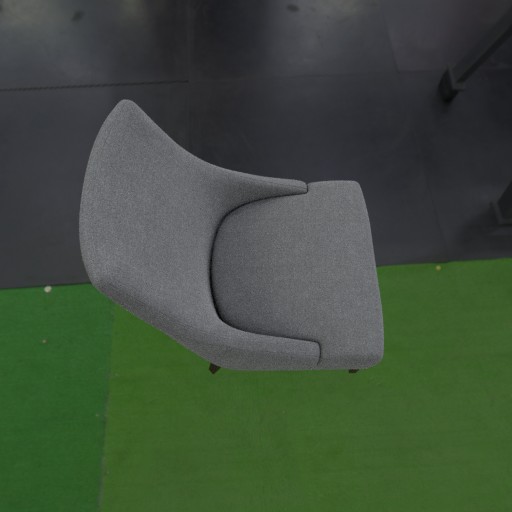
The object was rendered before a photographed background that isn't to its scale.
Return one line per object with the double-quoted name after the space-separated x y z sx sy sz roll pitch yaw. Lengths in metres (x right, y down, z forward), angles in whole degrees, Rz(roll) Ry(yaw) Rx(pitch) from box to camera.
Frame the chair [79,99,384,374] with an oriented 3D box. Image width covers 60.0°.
0.000 0.000 1.494 0.861 0.909 0.701 -1 65 0 "chair"
